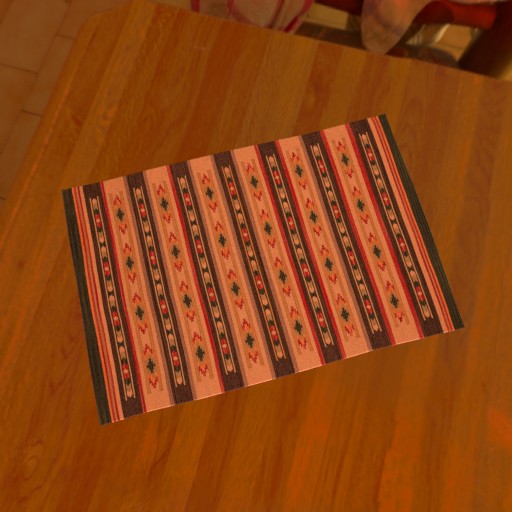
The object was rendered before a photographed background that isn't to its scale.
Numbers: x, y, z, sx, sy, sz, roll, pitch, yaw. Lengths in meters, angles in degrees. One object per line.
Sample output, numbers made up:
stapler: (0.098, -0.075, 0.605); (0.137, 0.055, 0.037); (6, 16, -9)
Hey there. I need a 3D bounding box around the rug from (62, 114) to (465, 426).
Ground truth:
rug: (0.000, 0.000, 2.269); (1.825, 0.009, 1.221); (-14, 76, -4)
